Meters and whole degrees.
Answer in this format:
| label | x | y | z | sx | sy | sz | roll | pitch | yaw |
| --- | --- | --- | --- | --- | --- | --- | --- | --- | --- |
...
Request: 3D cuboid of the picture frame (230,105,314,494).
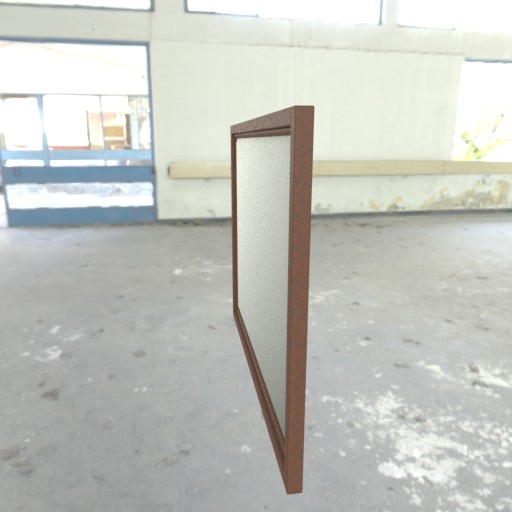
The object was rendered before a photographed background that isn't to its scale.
| label | x | y | z | sx | sy | sz | roll | pitch | yaw |
| --- | --- | --- | --- | --- | --- | --- | --- | --- | --- |
| picture frame | 0.000 | 0.000 | 1.730 | 0.045 | 1.018 | 1.329 | -2 | 15 | -9 |
